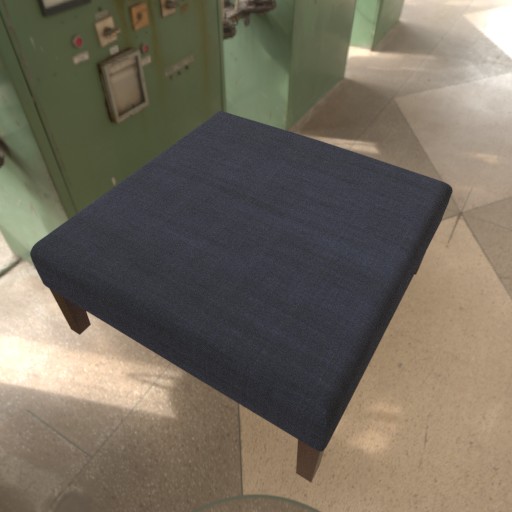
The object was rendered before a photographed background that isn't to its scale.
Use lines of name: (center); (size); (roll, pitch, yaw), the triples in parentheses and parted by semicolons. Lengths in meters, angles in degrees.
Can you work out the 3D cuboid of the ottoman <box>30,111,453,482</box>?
ottoman: (0.000, 0.000, 1.381); (0.890, 0.411, 0.889); (24, 51, 22)
